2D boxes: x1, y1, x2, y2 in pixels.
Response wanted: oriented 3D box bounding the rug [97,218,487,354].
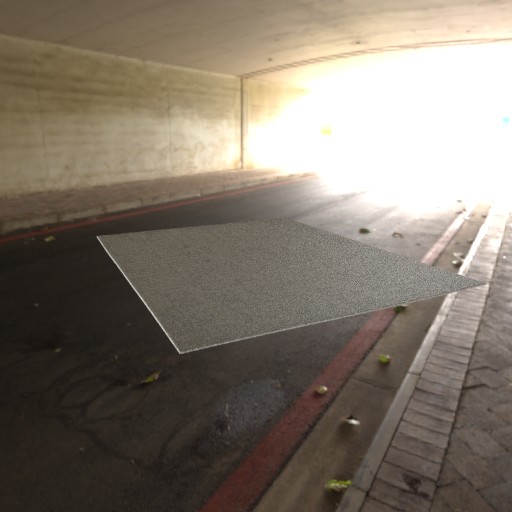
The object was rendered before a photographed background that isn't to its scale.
[{"bbox_3d":[0.000,0.000,4.163,2.447,0.014,3.061,-8,17,-26],"label":"rug"}]
